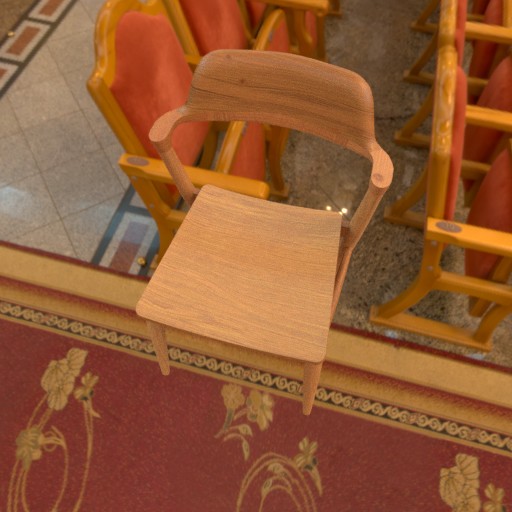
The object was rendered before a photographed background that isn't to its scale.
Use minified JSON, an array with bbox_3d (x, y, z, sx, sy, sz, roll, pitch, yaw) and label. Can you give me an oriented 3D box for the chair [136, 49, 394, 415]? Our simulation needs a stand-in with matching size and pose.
[{"bbox_3d":[0.000,0.000,1.102,0.512,0.792,0.499,13,59,8],"label":"chair"}]
